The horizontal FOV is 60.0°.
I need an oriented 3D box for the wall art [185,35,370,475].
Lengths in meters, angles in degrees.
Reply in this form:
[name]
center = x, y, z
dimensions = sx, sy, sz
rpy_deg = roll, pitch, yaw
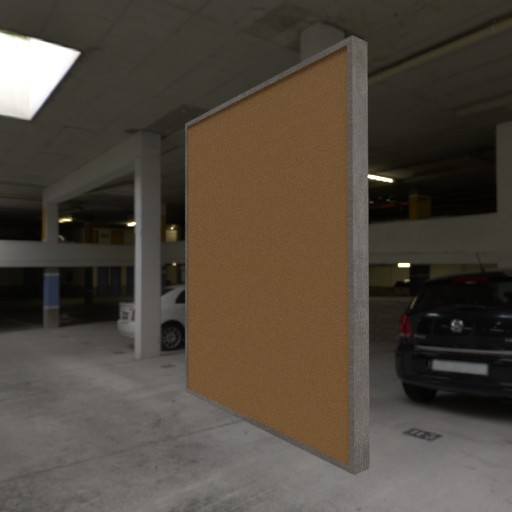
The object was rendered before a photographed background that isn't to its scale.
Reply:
[wall art]
center = 0.000, 0.000, 0.702
dimensions = 0.032, 0.521, 0.421
rpy_deg = 1, -1, -37
